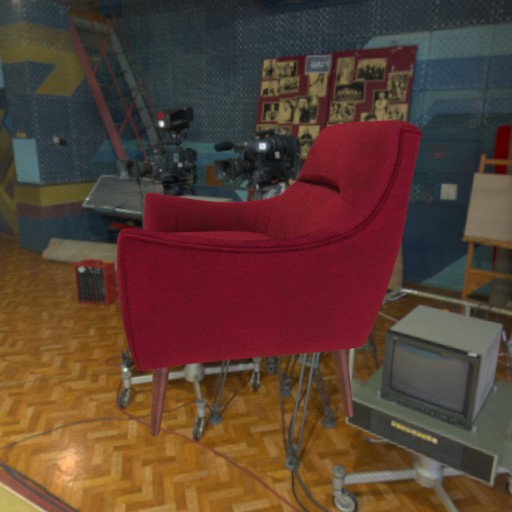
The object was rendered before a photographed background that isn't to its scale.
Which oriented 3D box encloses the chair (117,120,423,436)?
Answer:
[{"bbox_3d":[0.000,0.000,1.442,0.787,0.838,0.762,-2,15,-8],"label":"chair"}]
